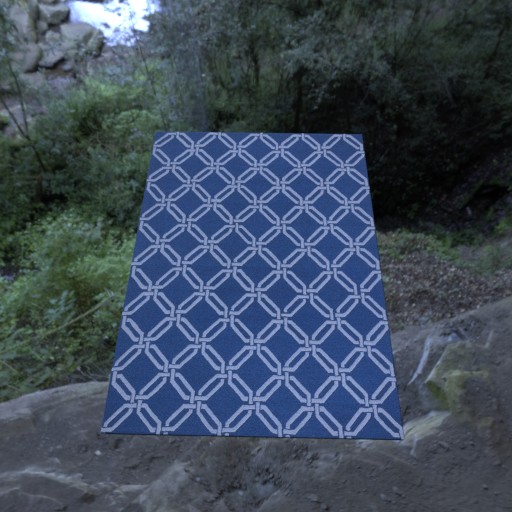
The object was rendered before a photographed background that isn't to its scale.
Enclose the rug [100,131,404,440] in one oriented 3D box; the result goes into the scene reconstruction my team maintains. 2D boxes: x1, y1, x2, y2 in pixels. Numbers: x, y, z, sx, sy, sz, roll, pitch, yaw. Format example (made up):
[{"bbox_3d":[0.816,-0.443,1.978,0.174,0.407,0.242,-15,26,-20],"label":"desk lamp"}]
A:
[{"bbox_3d":[0.000,0.000,4.373,2.432,0.018,3.342,1,60,1],"label":"rug"}]
